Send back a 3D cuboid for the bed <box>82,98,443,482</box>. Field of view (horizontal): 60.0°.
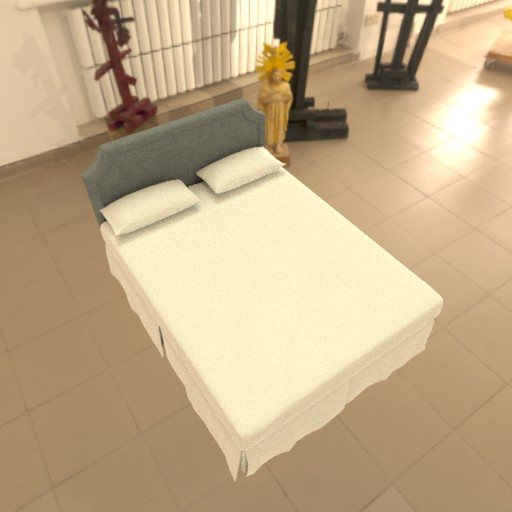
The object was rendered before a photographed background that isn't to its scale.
[{"bbox_3d":[0.000,0.000,3.626,1.977,1.306,2.464,-27,52,-23],"label":"bed"}]
